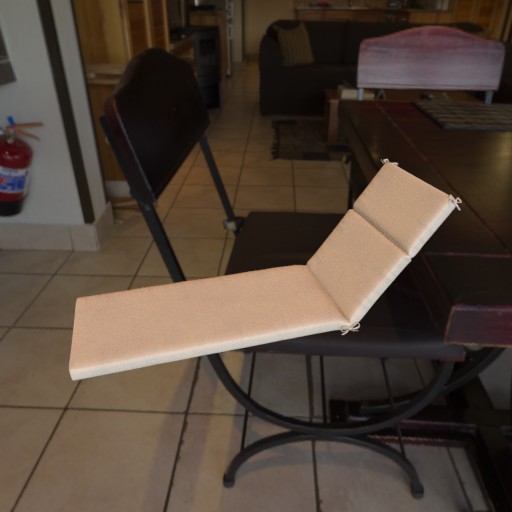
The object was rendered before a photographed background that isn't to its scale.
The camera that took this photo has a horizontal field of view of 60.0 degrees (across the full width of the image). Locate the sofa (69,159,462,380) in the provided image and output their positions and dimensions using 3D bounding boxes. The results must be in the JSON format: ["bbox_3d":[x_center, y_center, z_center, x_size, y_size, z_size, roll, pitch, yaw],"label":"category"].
[{"bbox_3d":[0.000,0.000,2.005,1.663,0.622,0.582,-8,31,-14],"label":"sofa"}]
